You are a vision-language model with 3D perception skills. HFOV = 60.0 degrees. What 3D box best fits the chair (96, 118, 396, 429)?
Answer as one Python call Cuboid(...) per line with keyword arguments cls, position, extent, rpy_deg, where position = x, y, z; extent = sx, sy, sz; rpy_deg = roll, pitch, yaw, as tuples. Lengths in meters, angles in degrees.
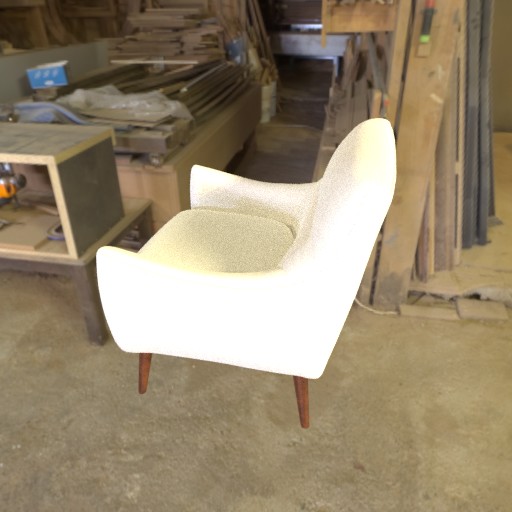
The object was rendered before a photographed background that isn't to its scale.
Cuboid(cls="chair", position=(0.000, 0.000, 1.478), extent=(0.787, 0.838, 0.762), rpy_deg=(7, 31, 12))
